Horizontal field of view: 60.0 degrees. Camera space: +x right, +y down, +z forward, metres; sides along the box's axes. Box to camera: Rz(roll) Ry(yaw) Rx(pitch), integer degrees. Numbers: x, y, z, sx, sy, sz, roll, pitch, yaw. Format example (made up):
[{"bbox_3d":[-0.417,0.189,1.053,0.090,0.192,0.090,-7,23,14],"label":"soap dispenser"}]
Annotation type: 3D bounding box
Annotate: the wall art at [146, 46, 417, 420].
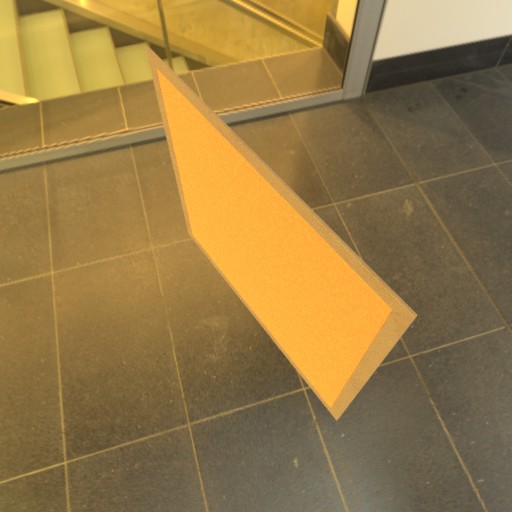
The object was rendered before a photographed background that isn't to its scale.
[{"bbox_3d":[0.000,0.000,1.642,0.025,1.067,1.168,-32,64,-18],"label":"wall art"}]
